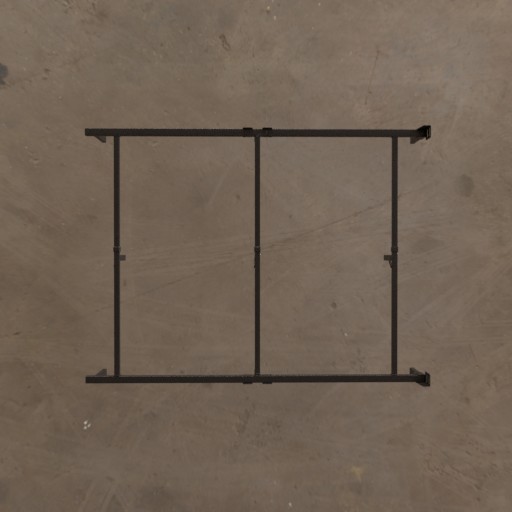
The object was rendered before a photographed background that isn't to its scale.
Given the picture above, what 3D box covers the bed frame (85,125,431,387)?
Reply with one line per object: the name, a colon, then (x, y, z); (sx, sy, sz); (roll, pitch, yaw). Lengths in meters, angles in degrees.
bed frame: (0.000, 0.000, 2.640); (1.990, 0.248, 1.498); (0, 90, -1)
